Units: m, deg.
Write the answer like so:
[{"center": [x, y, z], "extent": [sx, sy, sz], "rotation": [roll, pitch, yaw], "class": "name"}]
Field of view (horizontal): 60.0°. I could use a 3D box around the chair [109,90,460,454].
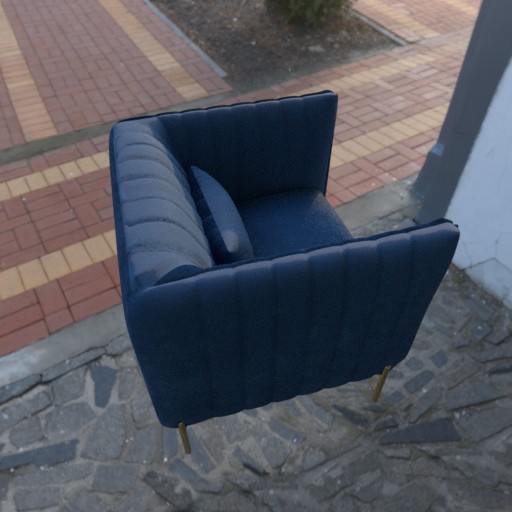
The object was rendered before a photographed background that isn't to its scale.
[{"center": [0.000, 0.000, 1.589], "extent": [0.877, 0.793, 0.947], "rotation": [-11, 46, -11], "class": "chair"}]
